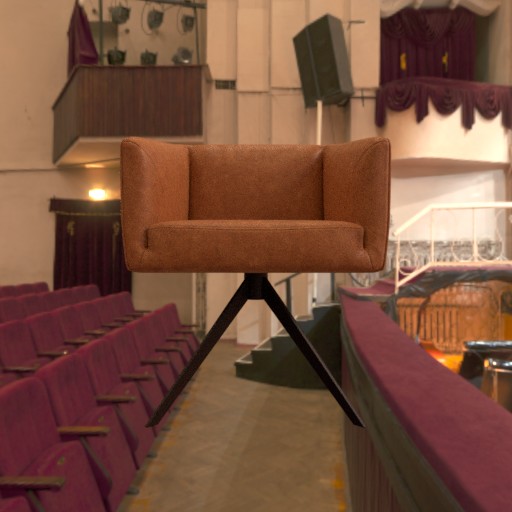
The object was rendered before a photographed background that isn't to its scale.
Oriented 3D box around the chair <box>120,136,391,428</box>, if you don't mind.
[{"bbox_3d":[0.000,0.000,1.217,0.588,0.760,0.625,0,0,0],"label":"chair"}]
